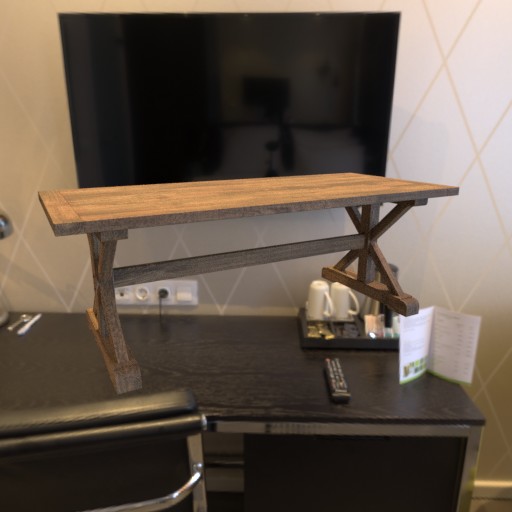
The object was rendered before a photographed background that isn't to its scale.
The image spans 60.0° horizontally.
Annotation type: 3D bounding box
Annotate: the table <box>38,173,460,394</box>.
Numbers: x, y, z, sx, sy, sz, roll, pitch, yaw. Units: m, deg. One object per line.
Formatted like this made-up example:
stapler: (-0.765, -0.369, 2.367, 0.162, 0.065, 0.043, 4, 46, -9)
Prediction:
table: (0.000, 0.000, 2.435, 2.031, 0.733, 0.907, -9, 18, -27)
